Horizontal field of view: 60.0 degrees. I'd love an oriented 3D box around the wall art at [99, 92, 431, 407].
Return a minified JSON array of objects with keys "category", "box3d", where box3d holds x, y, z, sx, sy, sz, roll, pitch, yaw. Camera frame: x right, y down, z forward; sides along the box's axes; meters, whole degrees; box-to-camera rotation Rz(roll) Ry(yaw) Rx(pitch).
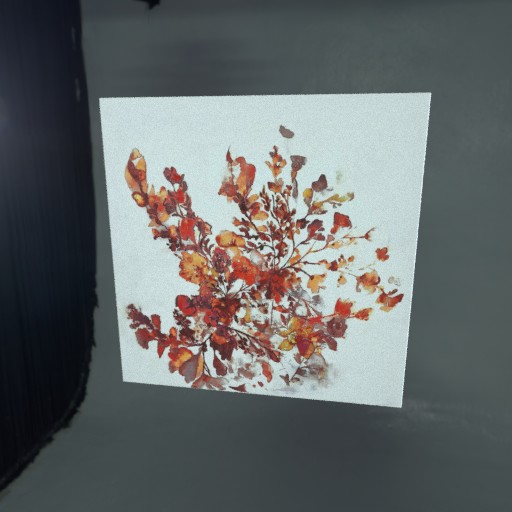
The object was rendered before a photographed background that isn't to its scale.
[{"category":"wall art","box3d":[0.000,0.000,1.481,1.009,1.009,0.049,2,15,9]}]
